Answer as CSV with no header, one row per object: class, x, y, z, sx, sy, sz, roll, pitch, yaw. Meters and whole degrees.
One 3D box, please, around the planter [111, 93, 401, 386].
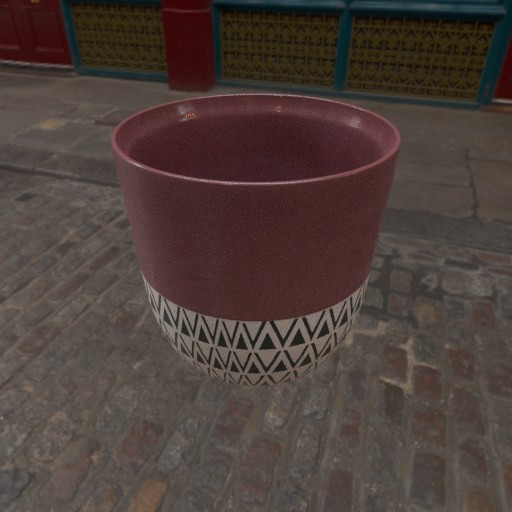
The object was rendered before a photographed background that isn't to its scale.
planter,0.000,0.000,0.365,0.195,0.214,0.195,0,33,0
